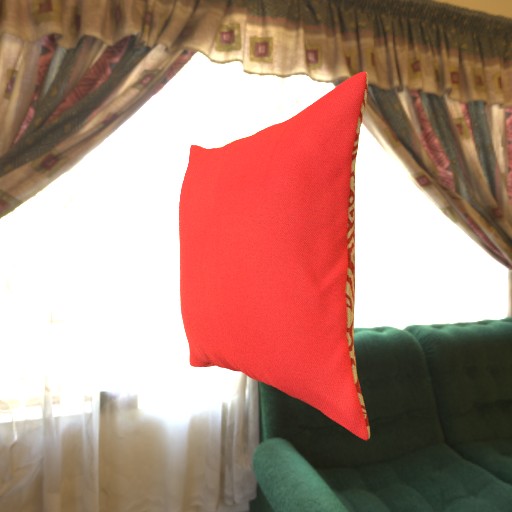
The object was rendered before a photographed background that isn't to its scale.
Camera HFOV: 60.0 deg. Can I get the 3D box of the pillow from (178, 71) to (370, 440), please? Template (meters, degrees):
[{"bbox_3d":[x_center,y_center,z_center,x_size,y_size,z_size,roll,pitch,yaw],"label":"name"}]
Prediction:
[{"bbox_3d":[0.000,0.000,0.808,0.192,0.507,0.522,0,1,-35],"label":"pillow"}]
